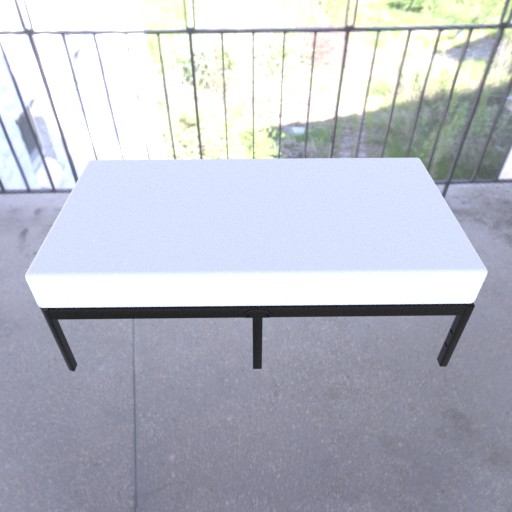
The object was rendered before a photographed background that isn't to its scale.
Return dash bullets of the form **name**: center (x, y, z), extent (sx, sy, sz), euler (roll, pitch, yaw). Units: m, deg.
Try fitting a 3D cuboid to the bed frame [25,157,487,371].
- **bed frame**: center (0.000, 0.000, 2.431), extent (1.950, 0.659, 1.023), euler (-1, 41, -1)
